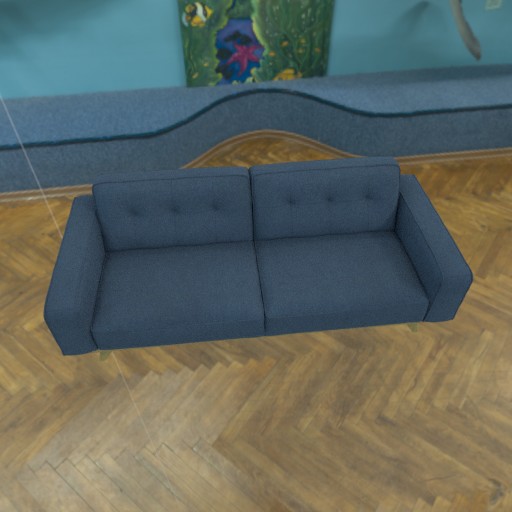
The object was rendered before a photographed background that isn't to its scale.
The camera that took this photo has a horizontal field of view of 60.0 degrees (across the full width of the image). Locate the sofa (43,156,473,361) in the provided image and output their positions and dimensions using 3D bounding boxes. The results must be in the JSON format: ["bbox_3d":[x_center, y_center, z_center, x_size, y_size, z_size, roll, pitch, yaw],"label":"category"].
[{"bbox_3d":[0.000,0.000,2.713,2.270,0.782,0.953,-4,46,-4],"label":"sofa"}]
